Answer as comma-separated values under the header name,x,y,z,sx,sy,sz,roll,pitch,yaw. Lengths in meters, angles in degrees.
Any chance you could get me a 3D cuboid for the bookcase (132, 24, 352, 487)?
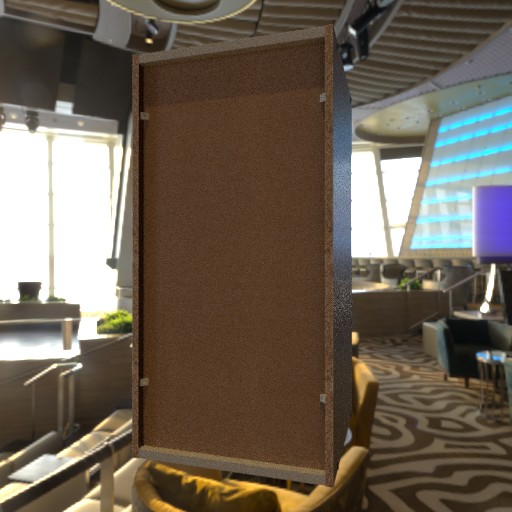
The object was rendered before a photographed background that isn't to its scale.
name,x,y,z,sx,sy,sz,roll,pitch,yaw
bookcase,0.000,0.000,0.755,0.300,0.600,0.290,0,0,17
